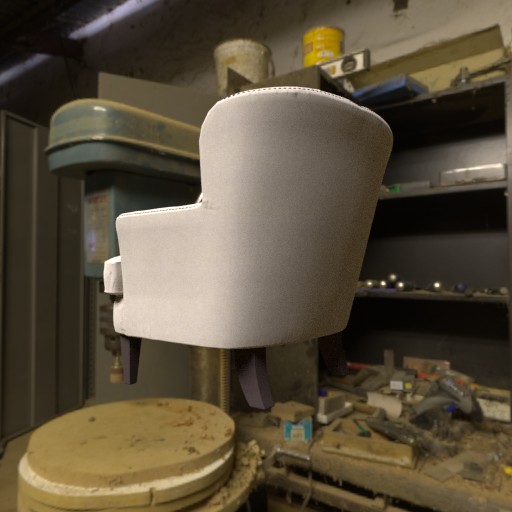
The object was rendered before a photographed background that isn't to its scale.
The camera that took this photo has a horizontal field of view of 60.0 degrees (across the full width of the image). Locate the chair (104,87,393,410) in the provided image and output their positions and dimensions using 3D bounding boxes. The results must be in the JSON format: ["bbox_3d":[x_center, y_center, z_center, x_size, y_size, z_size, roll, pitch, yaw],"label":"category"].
[{"bbox_3d":[0.000,0.000,1.579,0.906,0.868,0.848,-1,-2,37],"label":"chair"}]
